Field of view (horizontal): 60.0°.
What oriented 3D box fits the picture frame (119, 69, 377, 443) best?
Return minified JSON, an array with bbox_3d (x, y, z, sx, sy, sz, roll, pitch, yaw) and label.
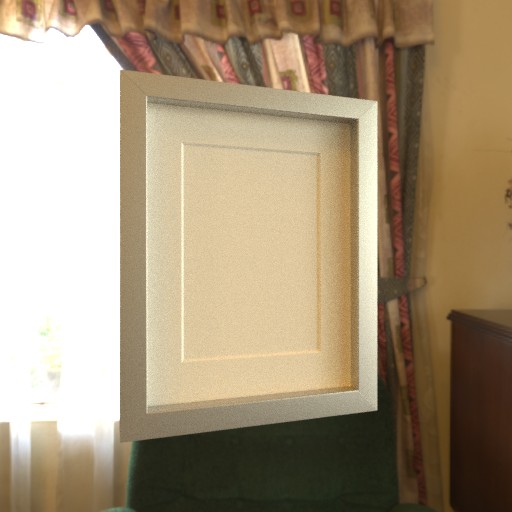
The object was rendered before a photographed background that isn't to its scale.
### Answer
[{"bbox_3d":[0.000,0.000,0.522,0.307,0.386,0.036,0,0,-18],"label":"picture frame"}]
